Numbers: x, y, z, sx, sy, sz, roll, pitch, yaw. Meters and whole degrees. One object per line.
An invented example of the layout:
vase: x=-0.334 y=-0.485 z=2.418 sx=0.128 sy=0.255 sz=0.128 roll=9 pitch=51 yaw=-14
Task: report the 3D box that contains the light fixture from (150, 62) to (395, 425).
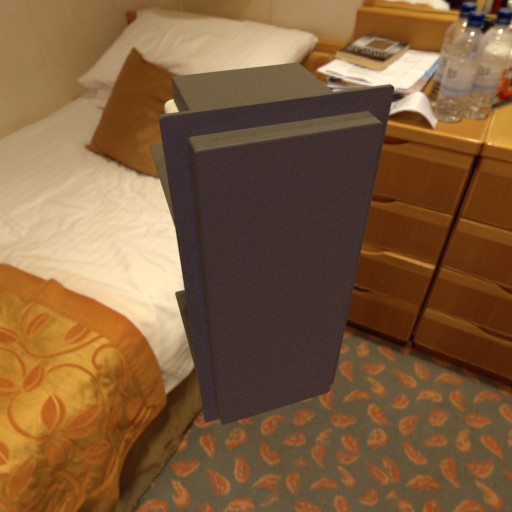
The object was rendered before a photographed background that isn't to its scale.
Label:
light fixture: x=0.000 y=0.000 z=0.424 sx=0.153 sy=0.347 sz=0.146 roll=-12 pitch=43 yaw=-14
